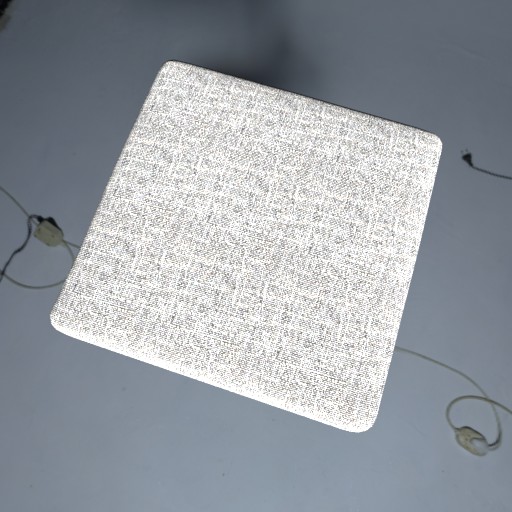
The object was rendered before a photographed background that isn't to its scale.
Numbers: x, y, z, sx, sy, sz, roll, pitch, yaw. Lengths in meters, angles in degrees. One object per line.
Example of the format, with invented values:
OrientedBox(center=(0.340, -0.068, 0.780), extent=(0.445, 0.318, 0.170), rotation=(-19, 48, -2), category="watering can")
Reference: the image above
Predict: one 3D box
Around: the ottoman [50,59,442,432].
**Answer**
OrientedBox(center=(0.000, 0.000, 0.892), extent=(0.521, 0.453, 0.512), rotation=(17, 76, 5), category="ottoman")
